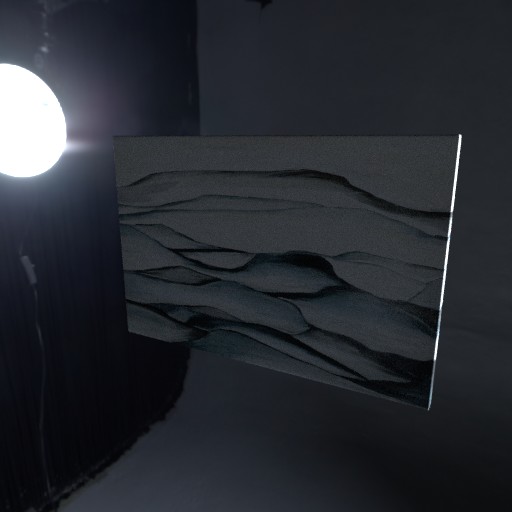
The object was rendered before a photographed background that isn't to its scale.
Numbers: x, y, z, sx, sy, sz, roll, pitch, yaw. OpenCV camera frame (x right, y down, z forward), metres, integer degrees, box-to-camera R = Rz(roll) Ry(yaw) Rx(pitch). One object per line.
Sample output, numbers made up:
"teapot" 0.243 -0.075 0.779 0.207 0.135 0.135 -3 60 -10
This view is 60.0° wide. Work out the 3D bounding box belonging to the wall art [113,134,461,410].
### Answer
"wall art" 0.000 0.000 1.159 0.914 0.609 0.039 8 17 27
